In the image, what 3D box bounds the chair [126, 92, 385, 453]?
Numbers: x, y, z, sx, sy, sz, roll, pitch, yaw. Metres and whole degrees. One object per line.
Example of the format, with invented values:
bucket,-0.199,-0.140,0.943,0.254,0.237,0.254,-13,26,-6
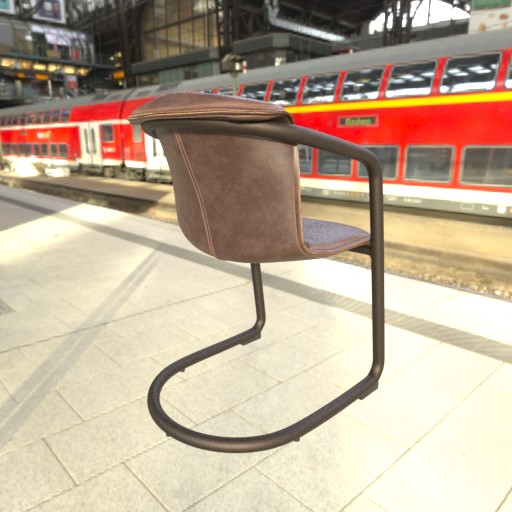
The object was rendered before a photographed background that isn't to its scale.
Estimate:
chair,0.000,0.000,1.248,0.664,0.836,0.536,-14,20,-43
